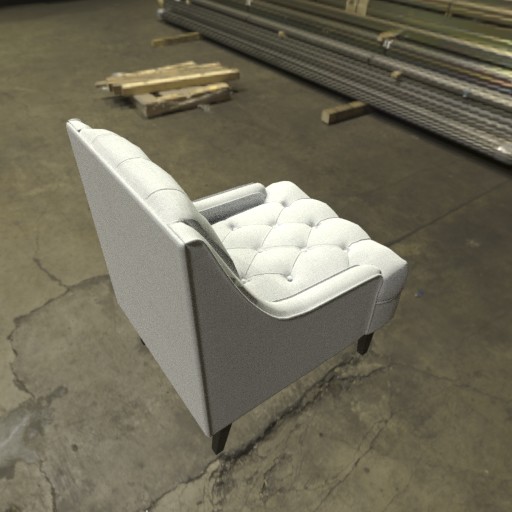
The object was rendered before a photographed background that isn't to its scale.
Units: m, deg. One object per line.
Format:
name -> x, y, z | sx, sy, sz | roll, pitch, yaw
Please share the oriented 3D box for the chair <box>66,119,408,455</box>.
chair -> 0.000, 0.000, 1.403 | 0.772, 0.891, 0.658 | -25, 47, -26
